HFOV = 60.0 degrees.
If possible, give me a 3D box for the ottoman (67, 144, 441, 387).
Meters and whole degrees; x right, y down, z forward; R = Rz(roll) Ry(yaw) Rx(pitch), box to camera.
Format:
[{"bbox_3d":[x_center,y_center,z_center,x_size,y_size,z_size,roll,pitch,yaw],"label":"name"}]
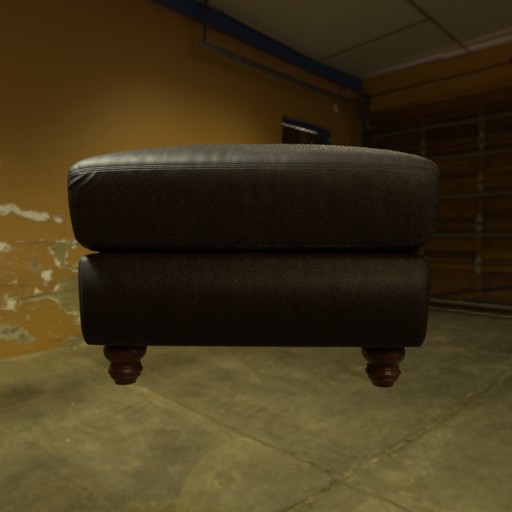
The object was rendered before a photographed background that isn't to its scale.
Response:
[{"bbox_3d":[0.000,0.000,1.241,0.806,0.569,0.670,0,1,2],"label":"ottoman"}]
